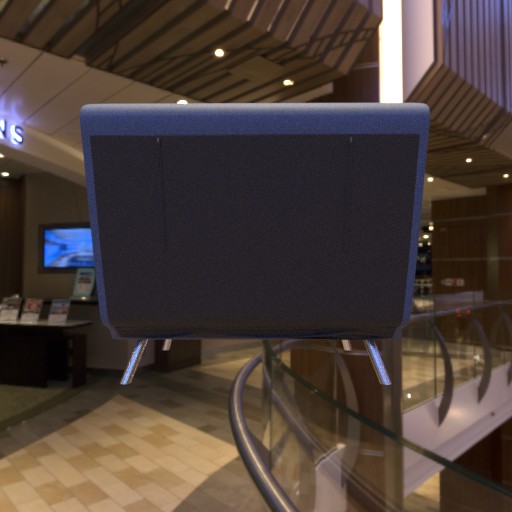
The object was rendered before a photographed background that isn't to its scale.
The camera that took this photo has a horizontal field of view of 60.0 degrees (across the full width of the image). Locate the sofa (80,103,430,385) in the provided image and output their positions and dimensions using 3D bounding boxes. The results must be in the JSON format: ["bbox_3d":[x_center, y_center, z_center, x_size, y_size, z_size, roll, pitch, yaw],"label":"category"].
[{"bbox_3d":[0.000,0.000,1.695,0.999,0.860,0.996,0,-2,1],"label":"sofa"}]
